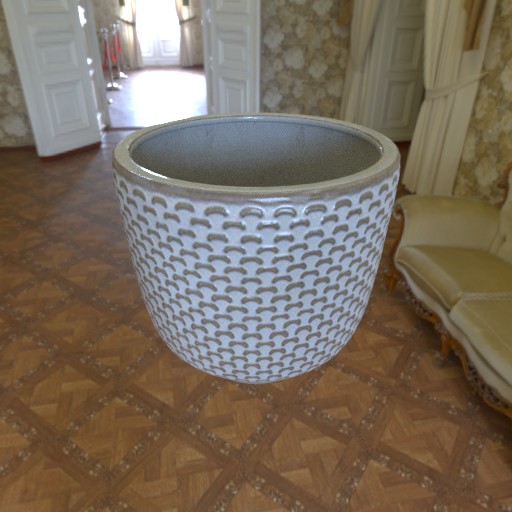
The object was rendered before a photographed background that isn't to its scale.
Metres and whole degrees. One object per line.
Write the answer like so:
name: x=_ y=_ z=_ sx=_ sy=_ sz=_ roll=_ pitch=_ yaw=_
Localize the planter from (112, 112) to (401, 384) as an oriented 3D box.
planter: x=0.000 y=0.000 z=0.250 sx=0.139 sy=0.130 sz=0.139 roll=0 pitch=30 yaw=0
